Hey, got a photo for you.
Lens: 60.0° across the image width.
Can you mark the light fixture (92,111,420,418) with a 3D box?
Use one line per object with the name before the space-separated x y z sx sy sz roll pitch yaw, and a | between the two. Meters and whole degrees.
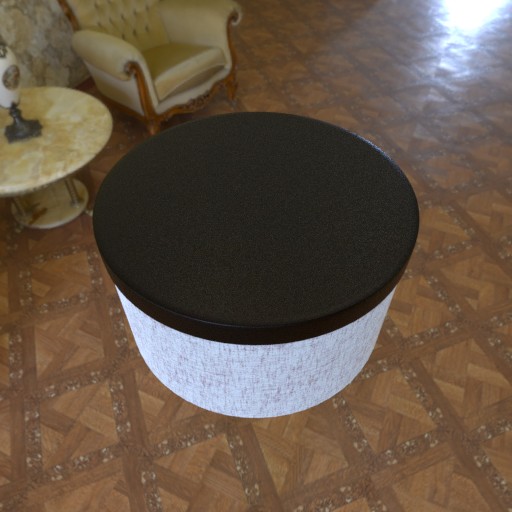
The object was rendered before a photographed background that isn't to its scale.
light fixture | 0.000 0.000 0.625 0.389 0.229 0.389 0 47 0
